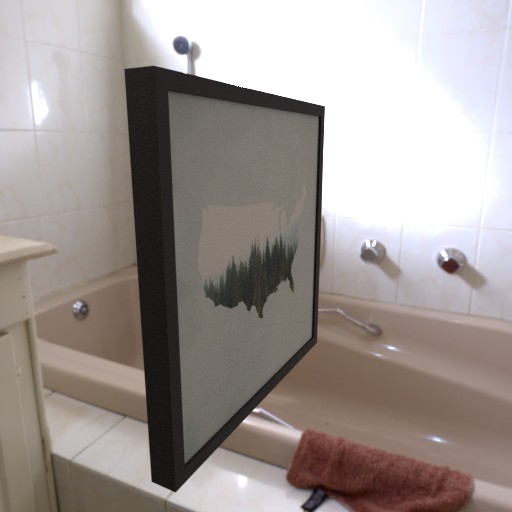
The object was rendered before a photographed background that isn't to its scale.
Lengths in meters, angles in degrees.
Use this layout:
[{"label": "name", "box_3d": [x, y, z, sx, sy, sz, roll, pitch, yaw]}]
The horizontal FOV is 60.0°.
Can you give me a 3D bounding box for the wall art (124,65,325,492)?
[{"label": "wall art", "box_3d": [0.000, 0.000, 0.733, 0.040, 0.509, 0.509, 7, 16, 27]}]
